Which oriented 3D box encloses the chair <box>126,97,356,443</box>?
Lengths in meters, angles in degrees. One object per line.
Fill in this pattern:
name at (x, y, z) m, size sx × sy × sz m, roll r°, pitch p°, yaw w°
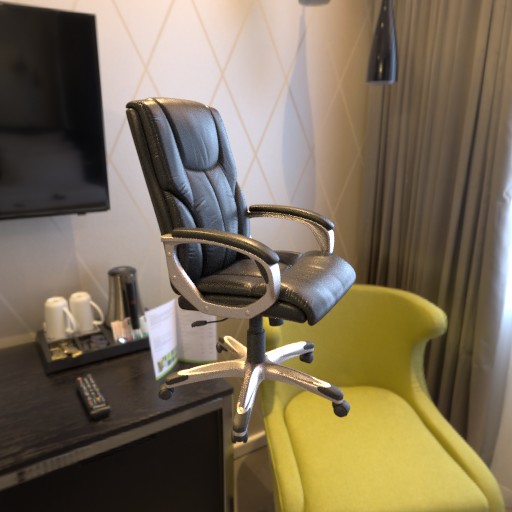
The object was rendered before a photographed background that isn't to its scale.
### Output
chair at (0.000, 0.000, 1.676) m, size 0.780 × 1.145 × 0.700 m, roll 8°, pitch 18°, yaw 26°
